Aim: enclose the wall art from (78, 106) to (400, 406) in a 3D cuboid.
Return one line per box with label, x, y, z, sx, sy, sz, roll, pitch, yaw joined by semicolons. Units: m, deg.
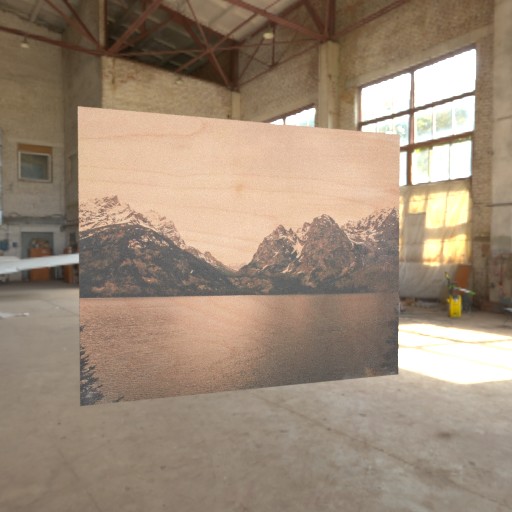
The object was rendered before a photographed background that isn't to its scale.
wall art;0.000;0.000;0.683;0.508;0.408;0.010;0;1;-17
